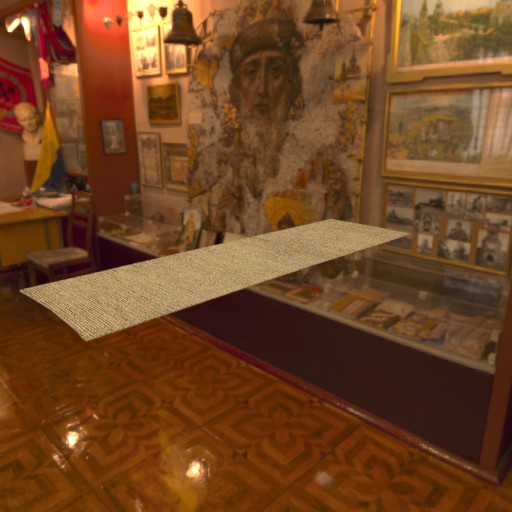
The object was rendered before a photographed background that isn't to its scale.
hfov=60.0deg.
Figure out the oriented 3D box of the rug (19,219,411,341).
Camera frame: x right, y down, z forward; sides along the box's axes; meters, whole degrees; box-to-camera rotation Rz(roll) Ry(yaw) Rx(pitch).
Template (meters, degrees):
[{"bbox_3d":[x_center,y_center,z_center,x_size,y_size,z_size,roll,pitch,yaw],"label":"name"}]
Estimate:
[{"bbox_3d":[0.000,0.000,2.561,2.335,0.013,0.697,-15,22,-41],"label":"rug"}]
